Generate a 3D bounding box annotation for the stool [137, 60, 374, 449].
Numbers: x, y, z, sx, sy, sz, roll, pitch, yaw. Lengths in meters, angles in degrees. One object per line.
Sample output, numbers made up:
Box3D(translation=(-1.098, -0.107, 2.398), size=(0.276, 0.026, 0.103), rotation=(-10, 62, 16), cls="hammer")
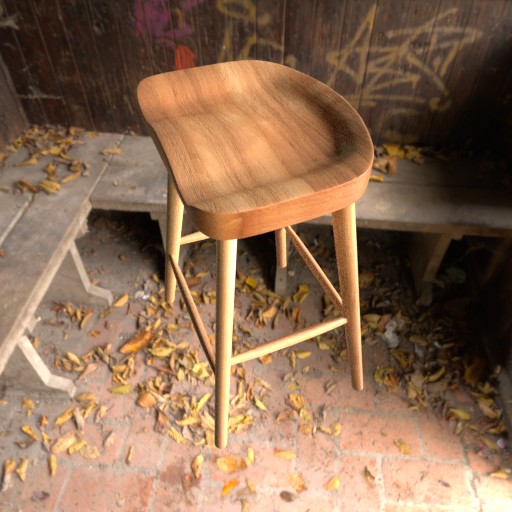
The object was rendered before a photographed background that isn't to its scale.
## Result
Box3D(translation=(0.000, 0.000, 0.892), size=(0.361, 0.615, 0.440), rotation=(-17, 49, -15), cls="stool")
